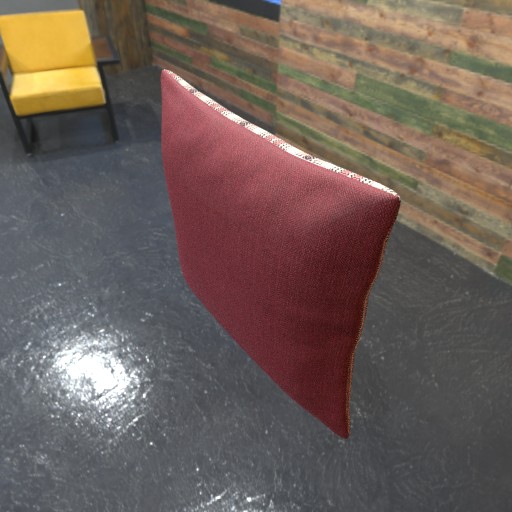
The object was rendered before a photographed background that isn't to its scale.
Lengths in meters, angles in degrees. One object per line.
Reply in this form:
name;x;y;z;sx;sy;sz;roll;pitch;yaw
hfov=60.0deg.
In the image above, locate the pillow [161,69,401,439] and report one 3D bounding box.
pillow;0.000;0.000;0.763;0.166;0.497;0.513;-26;47;-27
